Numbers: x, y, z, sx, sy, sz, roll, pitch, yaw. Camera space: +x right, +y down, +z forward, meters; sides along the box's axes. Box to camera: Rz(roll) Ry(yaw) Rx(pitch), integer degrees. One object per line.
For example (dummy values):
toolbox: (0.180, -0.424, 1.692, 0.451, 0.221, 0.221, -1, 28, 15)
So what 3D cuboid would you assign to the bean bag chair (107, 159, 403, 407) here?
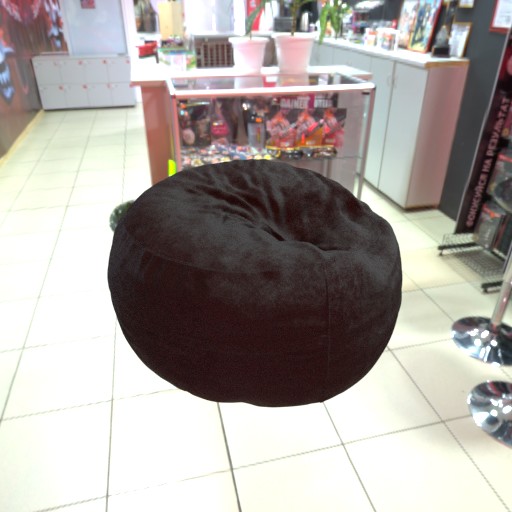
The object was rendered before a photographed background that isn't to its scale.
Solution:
bean bag chair: (0.000, 0.000, 2.354, 1.525, 0.751, 1.525, 0, 30, 0)
